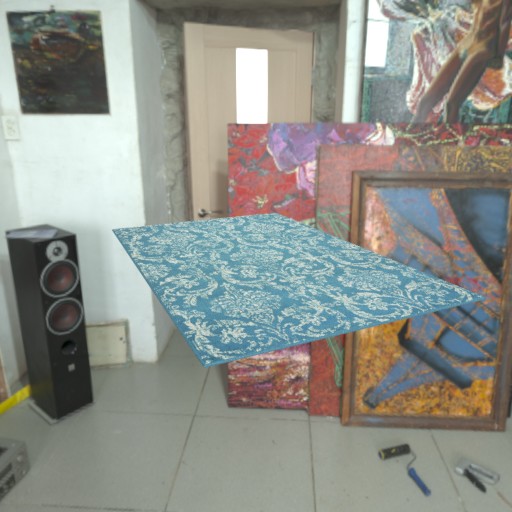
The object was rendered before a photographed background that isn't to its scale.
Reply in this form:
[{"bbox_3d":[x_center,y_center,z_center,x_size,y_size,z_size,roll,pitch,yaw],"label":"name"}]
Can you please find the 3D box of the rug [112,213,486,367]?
[{"bbox_3d":[0.000,0.000,3.520,1.816,0.018,2.746,-8,19,-24],"label":"rug"}]
